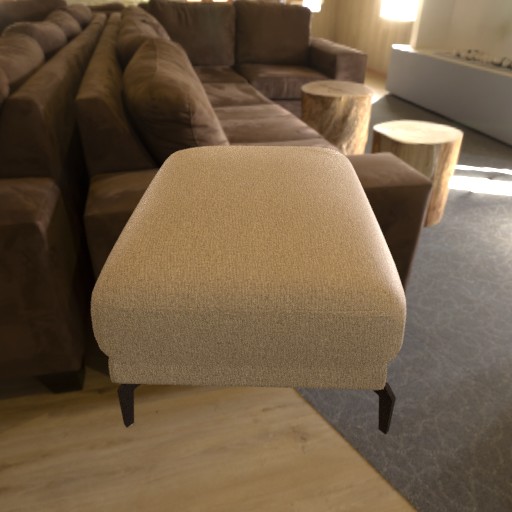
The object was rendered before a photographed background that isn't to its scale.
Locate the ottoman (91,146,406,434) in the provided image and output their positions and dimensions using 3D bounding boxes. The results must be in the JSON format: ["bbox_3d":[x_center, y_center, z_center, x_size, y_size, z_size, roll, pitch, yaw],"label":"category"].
[{"bbox_3d":[0.000,0.000,1.104,0.568,0.420,0.772,1,32,2],"label":"ottoman"}]
